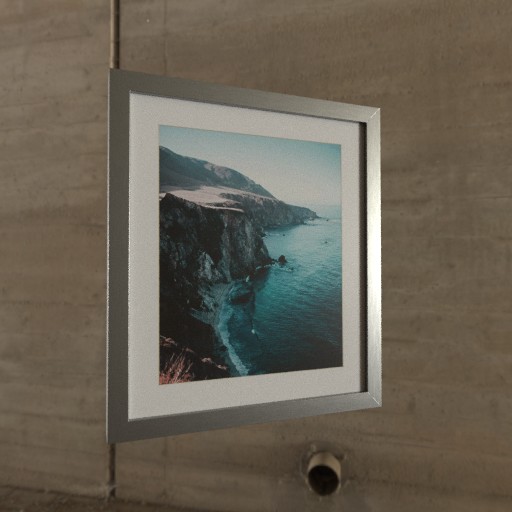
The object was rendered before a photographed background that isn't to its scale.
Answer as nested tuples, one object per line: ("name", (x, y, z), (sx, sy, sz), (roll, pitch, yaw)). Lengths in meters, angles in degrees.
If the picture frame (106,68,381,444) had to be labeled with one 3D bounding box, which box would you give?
("picture frame", (0.000, 0.000, 1.321), (0.839, 0.968, 0.073), (0, -1, -21))
